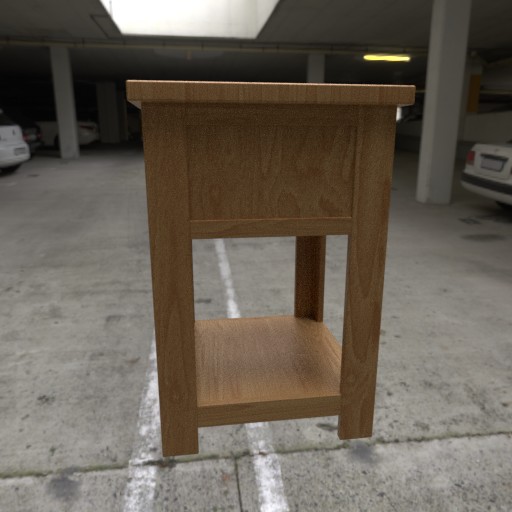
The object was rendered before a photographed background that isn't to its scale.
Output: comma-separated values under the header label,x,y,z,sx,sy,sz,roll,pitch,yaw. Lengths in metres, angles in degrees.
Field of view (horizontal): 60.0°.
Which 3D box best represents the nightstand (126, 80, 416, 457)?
label,x,y,z,sx,sy,sz,roll,pitch,yaw
nightstand,0.000,0.000,0.908,0.418,0.614,0.428,-2,14,-8
